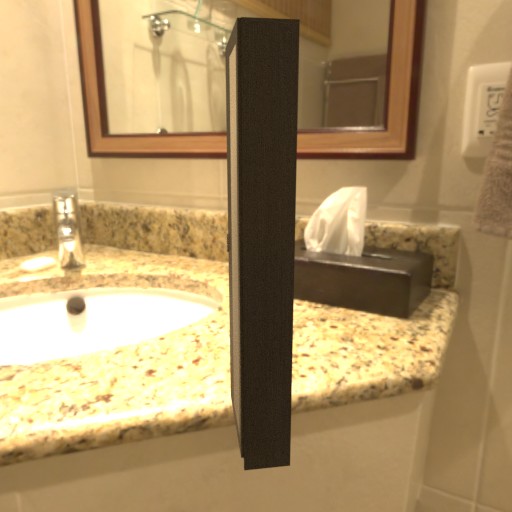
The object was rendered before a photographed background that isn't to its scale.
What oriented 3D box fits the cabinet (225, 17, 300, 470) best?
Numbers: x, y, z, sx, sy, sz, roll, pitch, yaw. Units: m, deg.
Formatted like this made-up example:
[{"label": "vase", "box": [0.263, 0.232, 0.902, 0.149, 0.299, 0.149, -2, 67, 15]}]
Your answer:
[{"label": "cabinet", "box": [0.000, 0.000, 1.963, 0.230, 1.790, 0.500, -2, 14, -8]}]
